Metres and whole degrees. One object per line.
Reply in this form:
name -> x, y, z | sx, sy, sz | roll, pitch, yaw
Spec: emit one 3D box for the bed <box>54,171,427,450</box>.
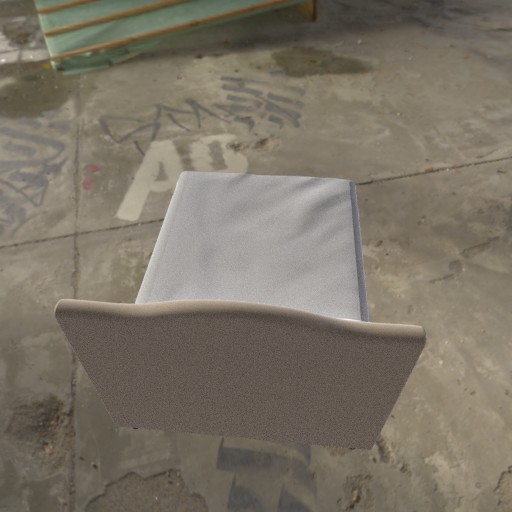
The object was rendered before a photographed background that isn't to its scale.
bed -> 0.000, 0.000, 3.220 | 1.753, 1.460, 2.143 | 4, 47, 4
